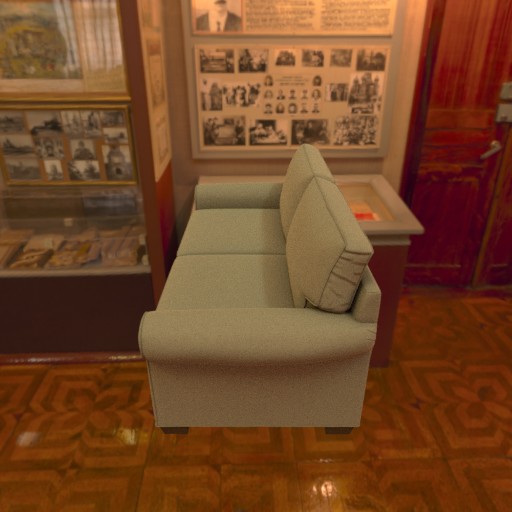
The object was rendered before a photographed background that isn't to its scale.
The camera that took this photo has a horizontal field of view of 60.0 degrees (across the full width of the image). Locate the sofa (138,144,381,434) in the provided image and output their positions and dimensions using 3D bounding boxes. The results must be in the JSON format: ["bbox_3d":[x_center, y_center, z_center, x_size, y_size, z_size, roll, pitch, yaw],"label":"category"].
[{"bbox_3d":[0.000,0.000,2.537,0.940,0.952,1.930,0,26,0],"label":"sofa"}]
